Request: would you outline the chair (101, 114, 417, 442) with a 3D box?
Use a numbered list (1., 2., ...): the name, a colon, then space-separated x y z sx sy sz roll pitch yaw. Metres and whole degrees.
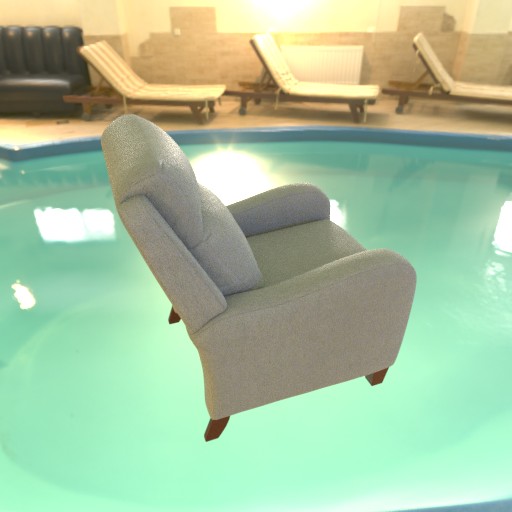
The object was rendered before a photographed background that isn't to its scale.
1. chair: 0.000 0.000 1.753 0.988 1.067 0.785 -11 34 -17
